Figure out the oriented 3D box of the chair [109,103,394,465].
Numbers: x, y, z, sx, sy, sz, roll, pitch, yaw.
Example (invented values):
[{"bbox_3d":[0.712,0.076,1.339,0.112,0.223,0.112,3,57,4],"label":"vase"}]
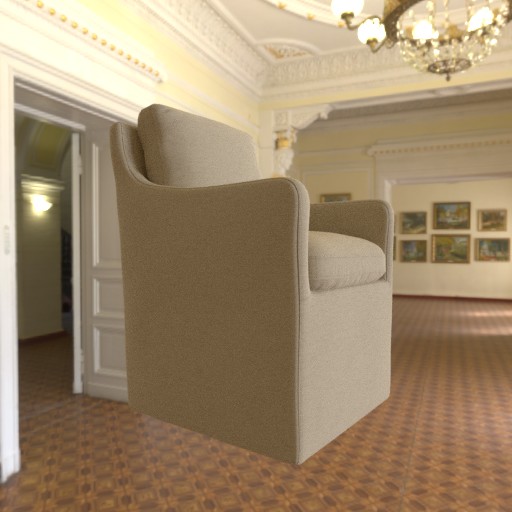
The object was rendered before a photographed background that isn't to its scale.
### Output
[{"bbox_3d":[0.000,0.000,1.378,0.694,0.914,0.626,1,1,37],"label":"chair"}]
